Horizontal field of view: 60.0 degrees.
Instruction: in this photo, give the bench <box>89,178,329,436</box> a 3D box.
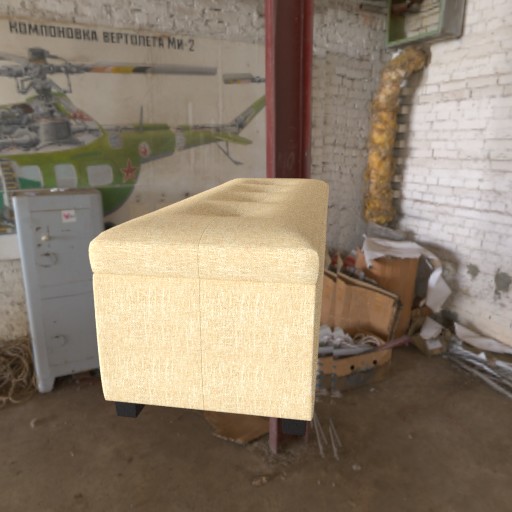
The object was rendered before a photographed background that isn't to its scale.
[{"bbox_3d":[0.000,0.000,1.395,0.432,0.406,1.219,2,15,9],"label":"bench"}]
